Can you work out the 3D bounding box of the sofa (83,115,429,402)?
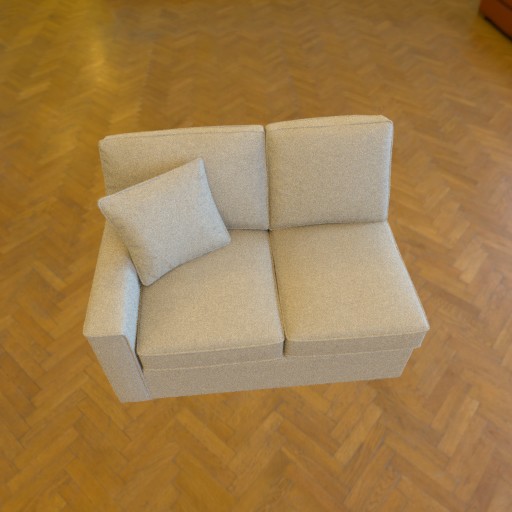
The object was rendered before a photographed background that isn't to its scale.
[{"bbox_3d":[0.000,0.000,2.108,1.388,0.989,0.991,-4,47,-4],"label":"sofa"}]
